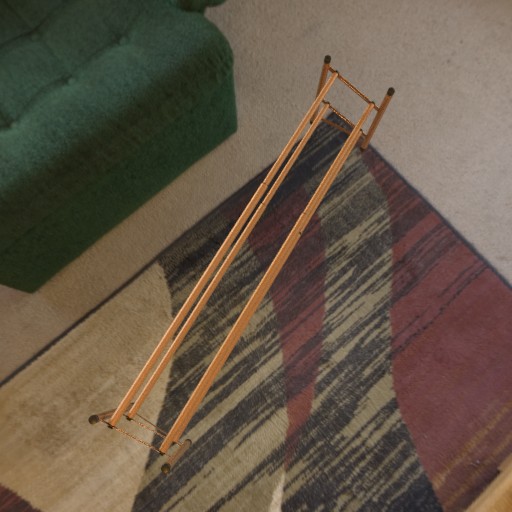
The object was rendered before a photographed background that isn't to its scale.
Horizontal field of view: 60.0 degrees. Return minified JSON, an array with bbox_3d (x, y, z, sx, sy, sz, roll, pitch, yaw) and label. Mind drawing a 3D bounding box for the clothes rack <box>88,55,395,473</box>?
[{"bbox_3d":[0.000,0.000,1.312,0.229,0.349,1.168,30,78,7],"label":"clothes rack"}]
